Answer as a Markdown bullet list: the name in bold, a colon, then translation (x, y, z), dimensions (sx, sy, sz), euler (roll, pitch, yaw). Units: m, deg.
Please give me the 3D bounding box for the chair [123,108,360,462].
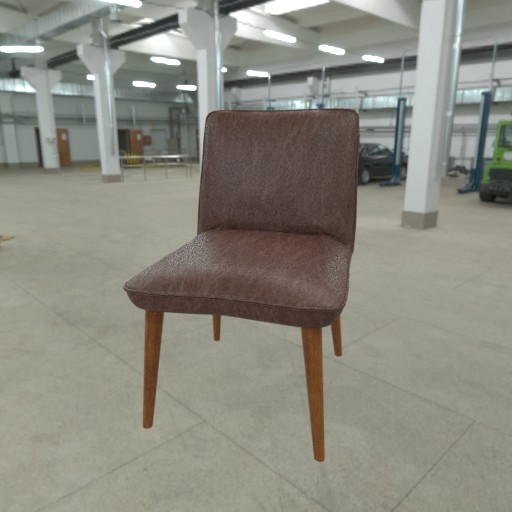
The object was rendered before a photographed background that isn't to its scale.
- **chair**: translation (0.000, 0.000, 1.221), dimensions (0.543, 0.803, 0.645), euler (3, 15, 10)
